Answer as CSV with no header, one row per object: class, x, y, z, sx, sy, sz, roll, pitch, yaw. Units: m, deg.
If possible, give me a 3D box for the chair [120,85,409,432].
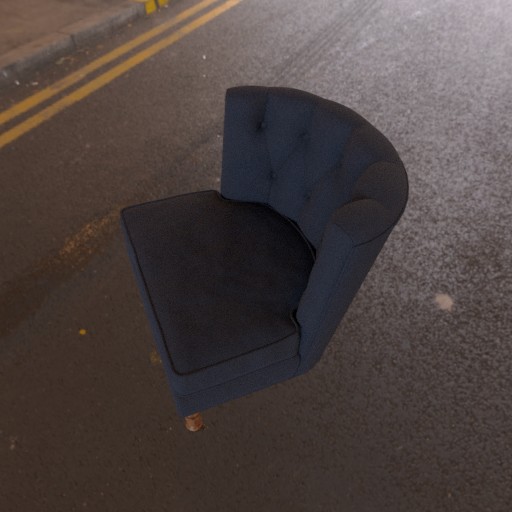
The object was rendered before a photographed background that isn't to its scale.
chair,0.000,0.000,1.365,0.718,0.771,0.740,-17,48,-16
